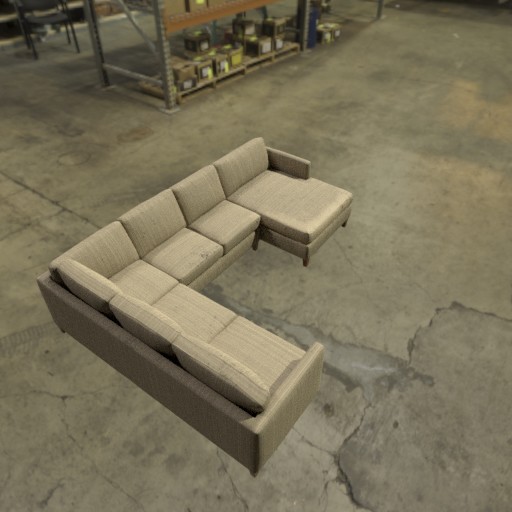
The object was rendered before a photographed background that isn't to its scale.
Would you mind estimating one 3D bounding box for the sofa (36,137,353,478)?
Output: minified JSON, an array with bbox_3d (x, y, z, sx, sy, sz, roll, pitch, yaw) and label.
[{"bbox_3d":[0.000,0.000,4.723,2.594,0.961,3.460,25,47,27],"label":"sofa"}]
